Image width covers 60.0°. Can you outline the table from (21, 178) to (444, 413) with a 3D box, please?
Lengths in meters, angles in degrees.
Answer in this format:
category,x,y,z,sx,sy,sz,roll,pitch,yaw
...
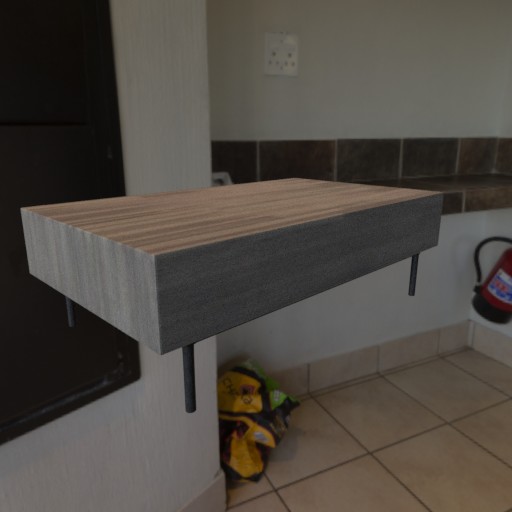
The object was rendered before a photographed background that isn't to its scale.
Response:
category,x,y,z,sx,sy,sz,roll,pitch,yaw
table,0.000,0.000,1.344,1.088,0.347,0.643,-15,22,-42
